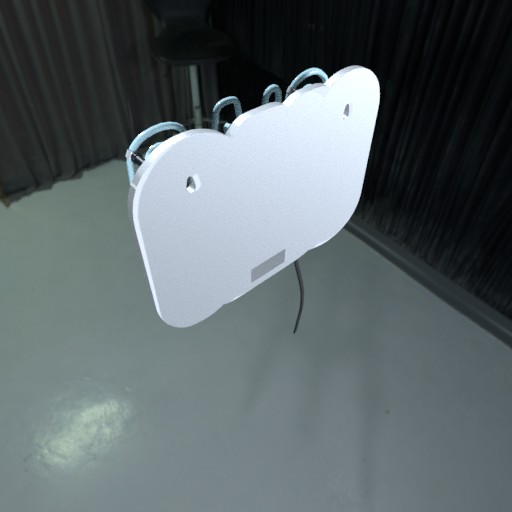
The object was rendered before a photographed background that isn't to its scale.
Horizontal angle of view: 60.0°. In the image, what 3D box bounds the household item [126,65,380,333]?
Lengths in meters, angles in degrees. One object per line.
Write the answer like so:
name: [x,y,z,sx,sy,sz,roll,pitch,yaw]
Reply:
household item: [0.000,0.000,0.378,0.211,0.294,0.042,-31,53,-28]
